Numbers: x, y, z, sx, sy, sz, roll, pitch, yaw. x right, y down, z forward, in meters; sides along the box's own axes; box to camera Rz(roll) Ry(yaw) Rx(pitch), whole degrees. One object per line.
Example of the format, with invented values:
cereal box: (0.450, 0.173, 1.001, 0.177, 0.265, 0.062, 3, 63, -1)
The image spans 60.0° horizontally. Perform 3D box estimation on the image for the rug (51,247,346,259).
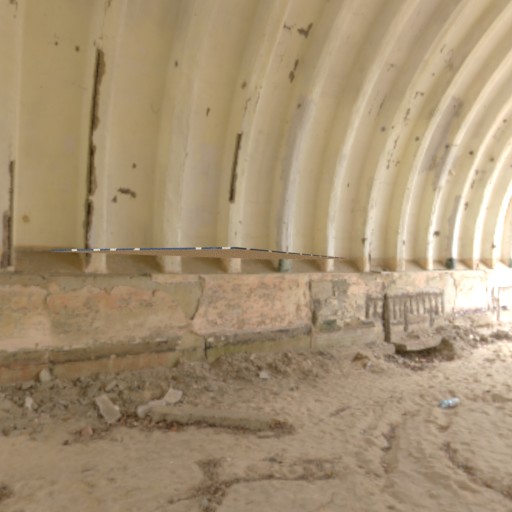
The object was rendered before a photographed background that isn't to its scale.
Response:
rug: (0.000, 0.000, 2.492, 0.685, 0.006, 2.296, 0, -1, 19)
